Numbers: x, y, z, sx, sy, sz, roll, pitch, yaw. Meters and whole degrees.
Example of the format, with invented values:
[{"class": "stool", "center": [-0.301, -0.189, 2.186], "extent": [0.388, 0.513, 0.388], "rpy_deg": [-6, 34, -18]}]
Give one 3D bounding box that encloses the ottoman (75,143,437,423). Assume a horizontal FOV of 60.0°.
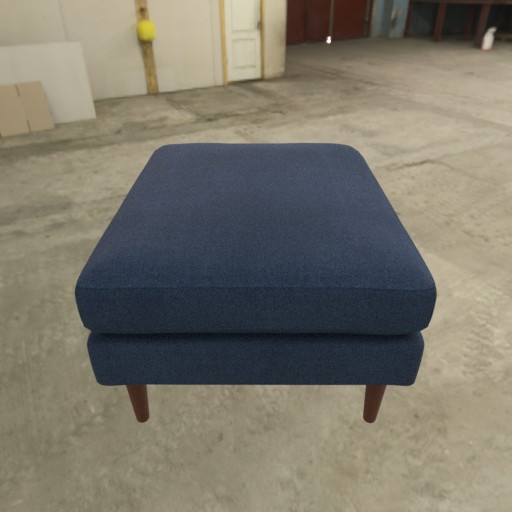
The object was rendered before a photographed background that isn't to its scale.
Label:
[{"class": "ottoman", "center": [0.000, 0.000, 1.247], "extent": [0.693, 0.474, 0.821], "rpy_deg": [0, 32, 0]}]
